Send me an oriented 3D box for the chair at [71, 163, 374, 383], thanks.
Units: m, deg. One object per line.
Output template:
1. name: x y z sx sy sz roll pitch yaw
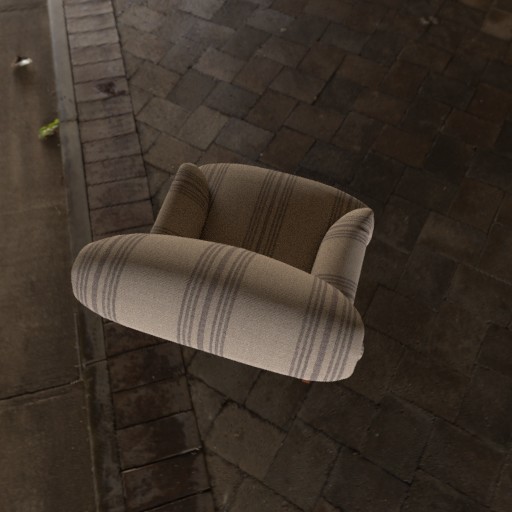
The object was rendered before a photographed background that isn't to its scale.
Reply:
1. chair: 0.000 0.000 1.613 0.813 0.940 0.914 15 64 8
